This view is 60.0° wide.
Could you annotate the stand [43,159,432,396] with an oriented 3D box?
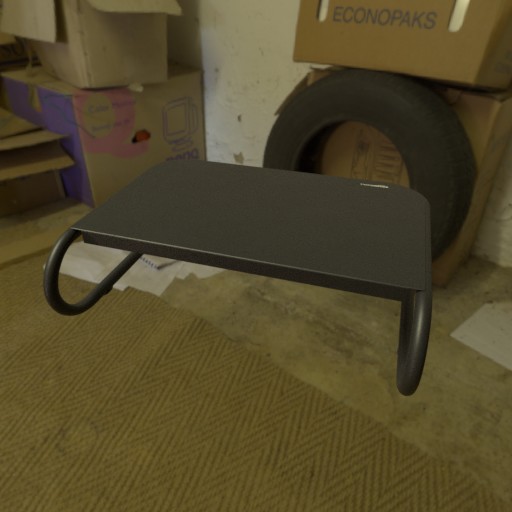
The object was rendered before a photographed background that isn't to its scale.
[{"bbox_3d":[0.000,0.000,0.517,0.370,0.108,0.280,10,35,15],"label":"stand"}]
